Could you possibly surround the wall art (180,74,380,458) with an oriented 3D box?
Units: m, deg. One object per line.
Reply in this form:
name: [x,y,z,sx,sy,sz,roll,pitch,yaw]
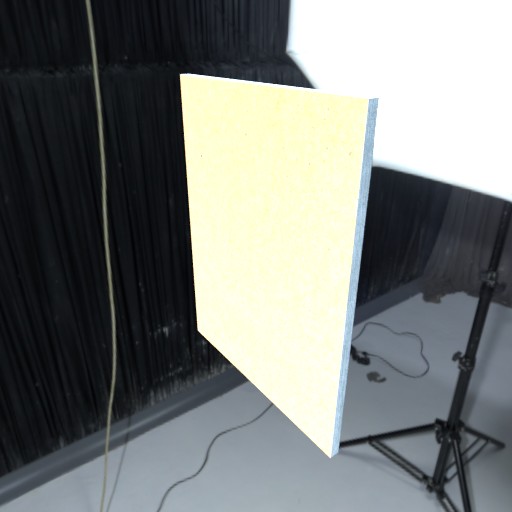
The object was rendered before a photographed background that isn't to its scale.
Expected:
wall art: [0.000,0.000,0.841,0.020,0.613,0.481,-18,31,-32]
